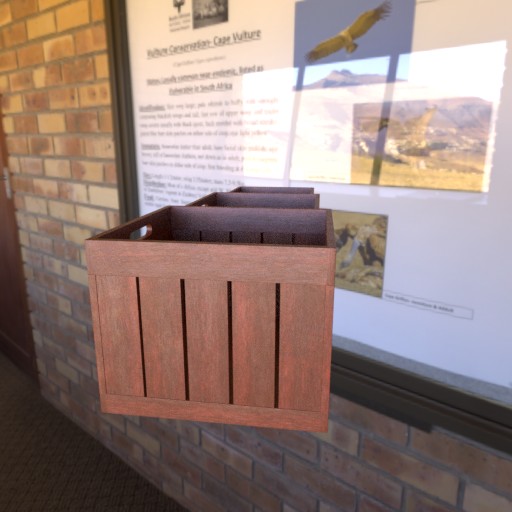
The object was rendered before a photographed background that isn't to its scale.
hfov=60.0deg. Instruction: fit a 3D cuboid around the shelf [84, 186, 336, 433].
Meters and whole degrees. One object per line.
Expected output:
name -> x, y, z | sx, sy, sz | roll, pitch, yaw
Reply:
shelf -> 0.000, 0.000, 1.223 | 0.393, 0.311, 1.064 | 2, 15, 8
